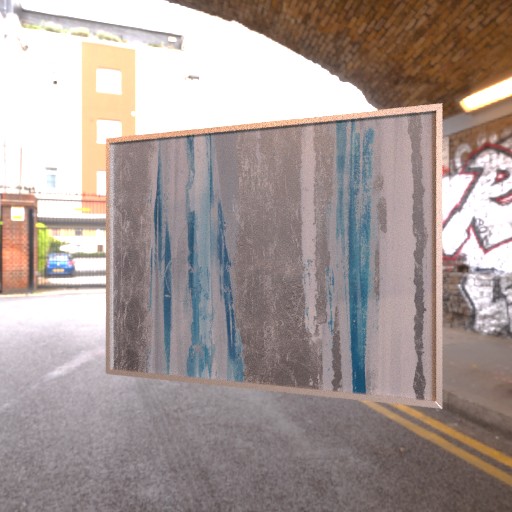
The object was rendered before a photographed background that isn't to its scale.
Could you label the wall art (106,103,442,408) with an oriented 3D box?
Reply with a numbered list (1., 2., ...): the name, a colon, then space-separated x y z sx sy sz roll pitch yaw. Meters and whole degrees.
1. wall art: 0.000 0.000 1.366 1.056 0.801 0.066 0 0 19
